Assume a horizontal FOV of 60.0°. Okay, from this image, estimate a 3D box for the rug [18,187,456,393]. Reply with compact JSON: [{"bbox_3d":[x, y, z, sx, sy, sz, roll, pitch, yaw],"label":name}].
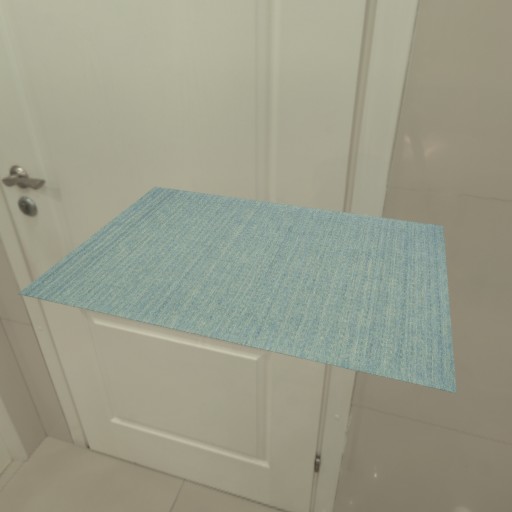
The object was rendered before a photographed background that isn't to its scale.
[{"bbox_3d":[0.000,0.000,3.554,2.895,0.006,1.982,10,33,15],"label":"rug"}]
